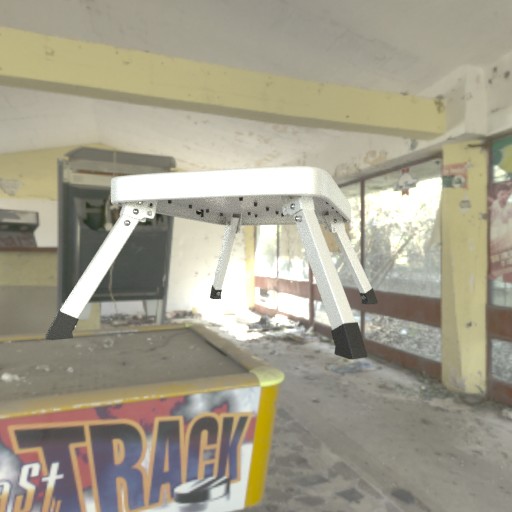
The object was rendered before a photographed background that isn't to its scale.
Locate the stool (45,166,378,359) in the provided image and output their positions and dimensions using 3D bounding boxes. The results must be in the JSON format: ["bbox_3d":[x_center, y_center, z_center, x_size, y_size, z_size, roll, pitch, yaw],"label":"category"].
[{"bbox_3d":[0.000,0.000,0.619,0.320,0.170,0.460,0,0,16],"label":"stool"}]
